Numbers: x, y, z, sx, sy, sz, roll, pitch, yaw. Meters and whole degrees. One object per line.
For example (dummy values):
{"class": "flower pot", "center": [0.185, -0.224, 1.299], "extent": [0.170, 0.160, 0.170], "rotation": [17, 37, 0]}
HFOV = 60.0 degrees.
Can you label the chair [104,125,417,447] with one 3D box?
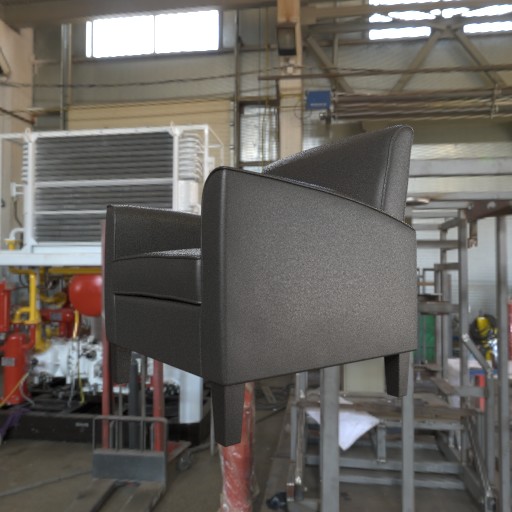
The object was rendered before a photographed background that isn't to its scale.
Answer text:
{"class": "chair", "center": [0.000, 0.000, 1.557], "extent": [0.819, 0.916, 0.820], "rotation": [1, -2, -37]}
